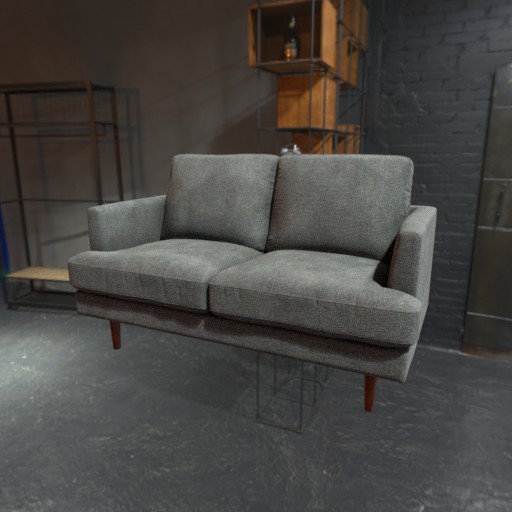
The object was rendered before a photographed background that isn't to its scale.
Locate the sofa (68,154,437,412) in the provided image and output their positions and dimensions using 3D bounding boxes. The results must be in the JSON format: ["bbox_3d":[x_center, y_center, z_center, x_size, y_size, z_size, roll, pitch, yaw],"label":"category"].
[{"bbox_3d":[0.000,0.000,2.137,1.582,0.956,0.903,6,15,25],"label":"sofa"}]
